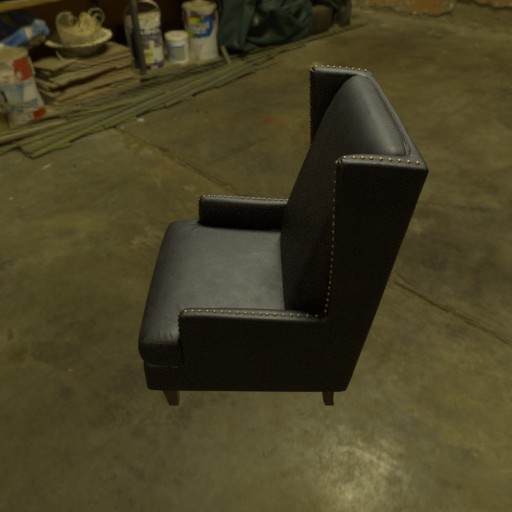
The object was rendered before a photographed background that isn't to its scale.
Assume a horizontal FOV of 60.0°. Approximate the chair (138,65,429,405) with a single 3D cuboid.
[{"bbox_3d":[0.000,0.000,1.619,0.799,1.142,0.703,0,41,0],"label":"chair"}]
